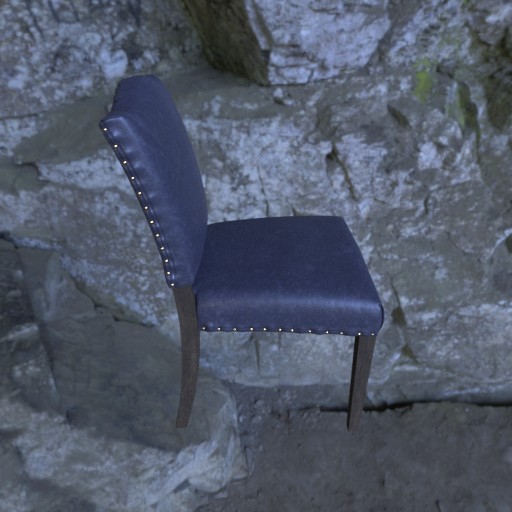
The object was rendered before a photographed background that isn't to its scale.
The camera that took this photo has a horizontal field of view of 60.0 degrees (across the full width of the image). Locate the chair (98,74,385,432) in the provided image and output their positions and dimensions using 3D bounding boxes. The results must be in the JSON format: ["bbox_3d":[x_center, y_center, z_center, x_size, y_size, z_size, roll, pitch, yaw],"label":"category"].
[{"bbox_3d":[0.000,0.000,1.289,0.633,0.991,0.500,-1,33,-2],"label":"chair"}]
